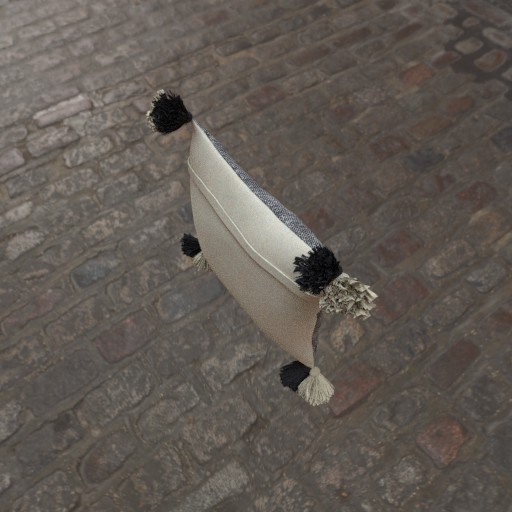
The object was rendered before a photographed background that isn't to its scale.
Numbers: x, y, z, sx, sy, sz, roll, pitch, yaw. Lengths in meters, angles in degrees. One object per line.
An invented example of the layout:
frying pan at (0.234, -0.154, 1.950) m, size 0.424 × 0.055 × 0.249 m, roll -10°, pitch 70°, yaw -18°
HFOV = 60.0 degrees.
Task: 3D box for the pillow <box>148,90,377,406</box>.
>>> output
pillow at (0.000, 0.000, 1.035) m, size 0.170 × 0.659 × 0.654 m, roll -32°, pitch 64°, yaw -18°
